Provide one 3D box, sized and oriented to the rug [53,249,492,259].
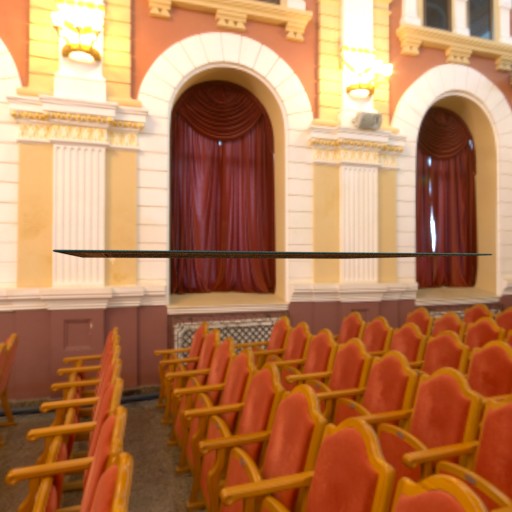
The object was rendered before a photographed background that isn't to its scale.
[{"bbox_3d":[0.000,0.000,3.947,3.044,0.015,2.226,0,-1,-18],"label":"rug"}]
